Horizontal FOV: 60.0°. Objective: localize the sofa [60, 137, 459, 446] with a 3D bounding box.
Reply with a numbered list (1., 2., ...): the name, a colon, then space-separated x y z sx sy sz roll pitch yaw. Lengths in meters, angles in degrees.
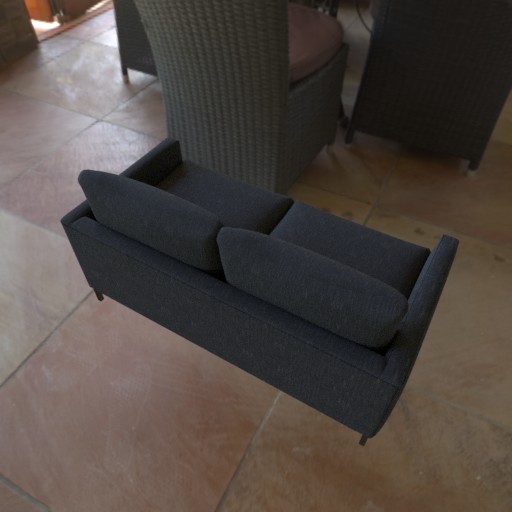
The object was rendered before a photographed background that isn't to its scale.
1. sofa: 0.000 0.000 2.216 1.716 0.862 0.866 23 51 20
